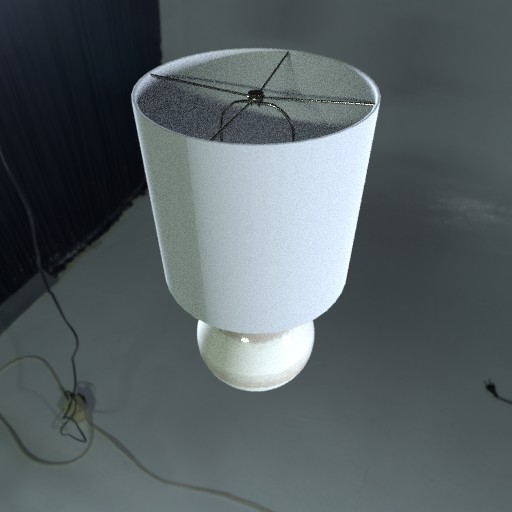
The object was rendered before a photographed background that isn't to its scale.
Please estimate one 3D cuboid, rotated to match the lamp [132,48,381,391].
[{"bbox_3d":[0.000,0.000,0.528,0.217,0.404,0.217,13,44,14],"label":"lamp"}]
